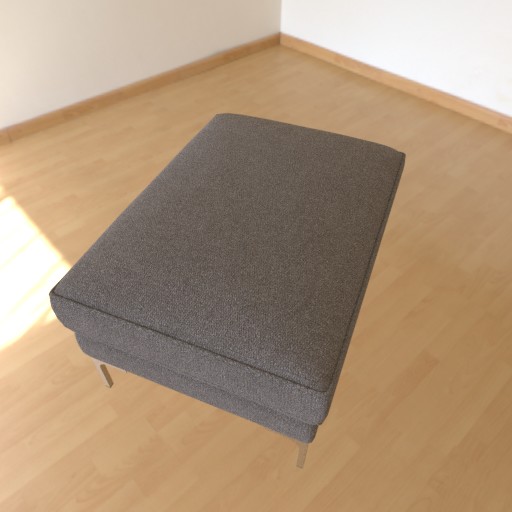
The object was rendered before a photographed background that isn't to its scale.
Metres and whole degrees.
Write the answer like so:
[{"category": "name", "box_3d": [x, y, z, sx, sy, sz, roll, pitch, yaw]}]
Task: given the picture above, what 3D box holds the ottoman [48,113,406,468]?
[{"category": "ottoman", "box_3d": [0.000, 0.000, 1.150, 0.583, 0.464, 0.785, 16, 48, 15]}]
